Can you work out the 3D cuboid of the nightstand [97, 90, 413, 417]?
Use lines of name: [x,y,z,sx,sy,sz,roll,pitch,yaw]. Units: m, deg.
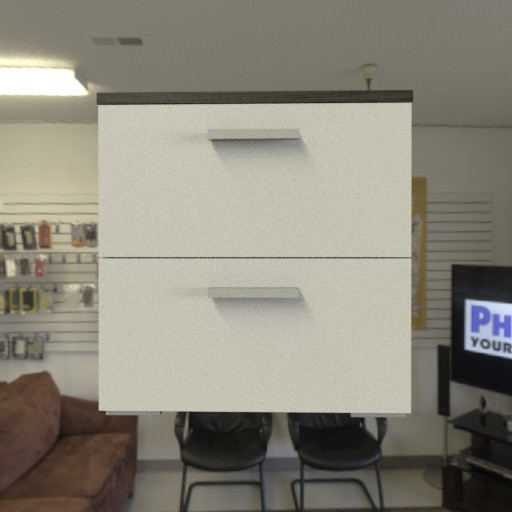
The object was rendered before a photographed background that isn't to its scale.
nightstand: [0.000,0.000,0.764,0.441,0.460,0.325,0,0,1]
